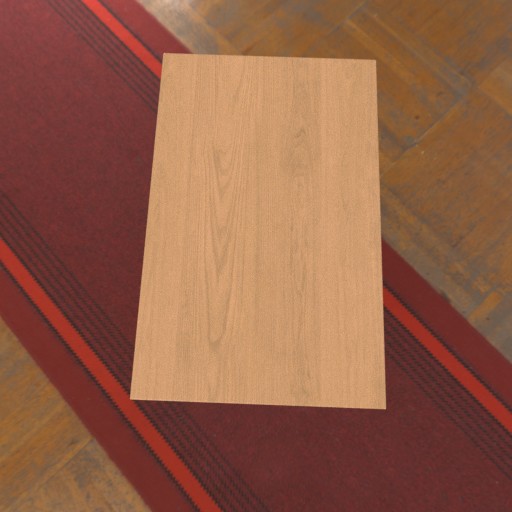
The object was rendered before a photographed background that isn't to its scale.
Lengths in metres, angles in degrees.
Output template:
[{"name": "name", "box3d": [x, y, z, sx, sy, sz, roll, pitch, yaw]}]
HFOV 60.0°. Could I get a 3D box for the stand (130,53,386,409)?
[{"name": "stand", "box3d": [0.000, 0.000, 1.004, 0.400, 0.600, 0.630, 2, 77, 0]}]
